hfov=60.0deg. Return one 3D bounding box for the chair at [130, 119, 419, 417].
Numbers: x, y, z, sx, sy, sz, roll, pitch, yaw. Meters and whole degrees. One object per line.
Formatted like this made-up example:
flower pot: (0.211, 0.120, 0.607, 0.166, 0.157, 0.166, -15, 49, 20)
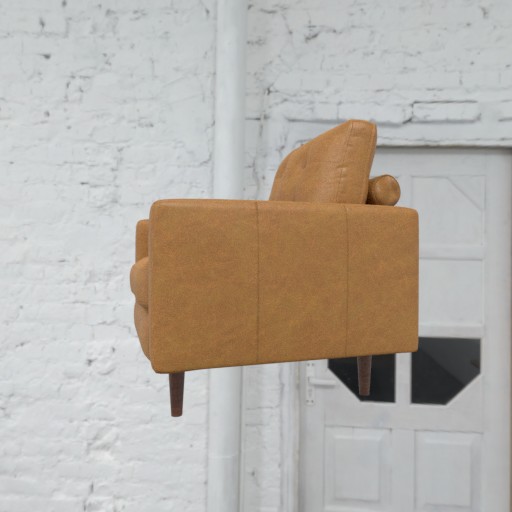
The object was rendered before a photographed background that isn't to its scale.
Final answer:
chair: (0.000, 0.000, 1.606, 0.868, 0.896, 0.831, 0, 0, -18)
